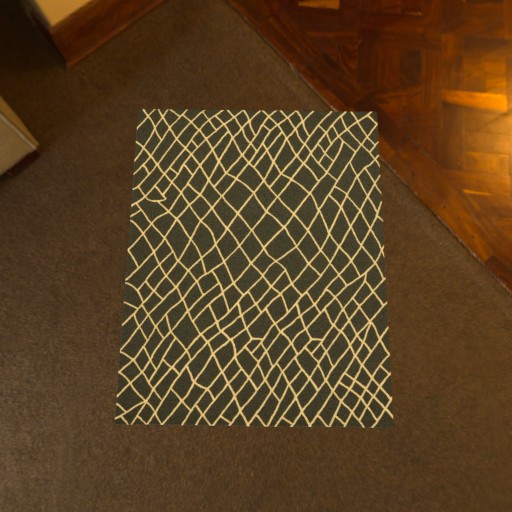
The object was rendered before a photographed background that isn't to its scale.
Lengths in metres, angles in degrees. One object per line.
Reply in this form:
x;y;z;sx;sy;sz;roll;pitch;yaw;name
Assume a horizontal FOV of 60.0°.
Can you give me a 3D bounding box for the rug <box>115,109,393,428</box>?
0.000;0.000;4.197;2.439;0.022;3.047;1;78;0;rug
